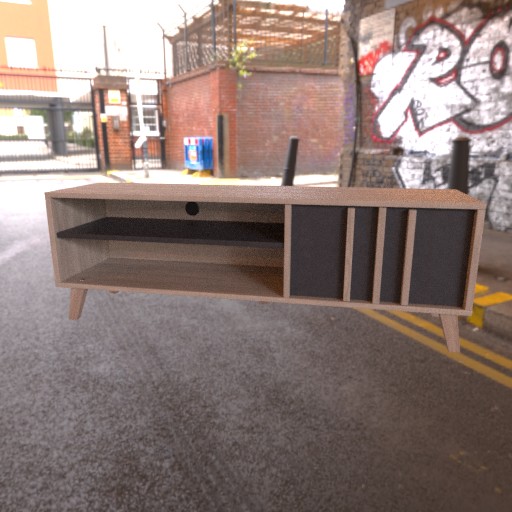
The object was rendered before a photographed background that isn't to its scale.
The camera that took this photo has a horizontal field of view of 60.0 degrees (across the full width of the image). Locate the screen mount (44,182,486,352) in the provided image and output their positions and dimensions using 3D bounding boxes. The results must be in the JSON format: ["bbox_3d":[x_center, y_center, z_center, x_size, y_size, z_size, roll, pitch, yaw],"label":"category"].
[{"bbox_3d":[0.000,0.000,1.734,1.500,0.509,0.401,3,15,11],"label":"screen mount"}]
